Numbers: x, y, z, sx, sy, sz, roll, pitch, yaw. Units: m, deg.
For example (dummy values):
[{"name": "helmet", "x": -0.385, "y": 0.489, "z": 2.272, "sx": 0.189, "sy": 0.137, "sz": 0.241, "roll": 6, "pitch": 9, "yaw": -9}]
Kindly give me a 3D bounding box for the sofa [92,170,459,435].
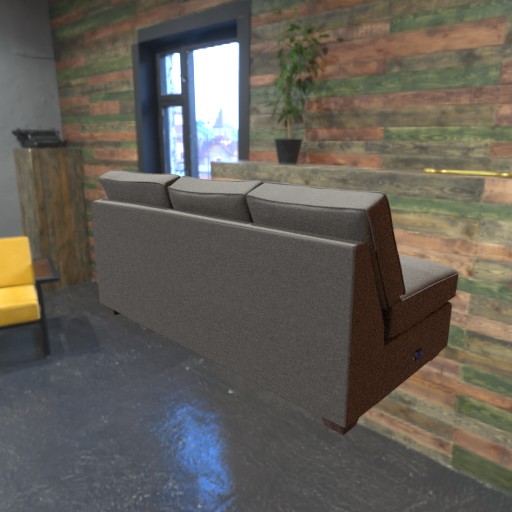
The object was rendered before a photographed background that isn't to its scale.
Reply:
[{"name": "sofa", "x": 0.000, "y": 0.000, "z": 2.565, "sx": 1.963, "sy": 0.946, "sz": 1.034, "roll": 14, "pitch": 20, "yaw": 42}]
